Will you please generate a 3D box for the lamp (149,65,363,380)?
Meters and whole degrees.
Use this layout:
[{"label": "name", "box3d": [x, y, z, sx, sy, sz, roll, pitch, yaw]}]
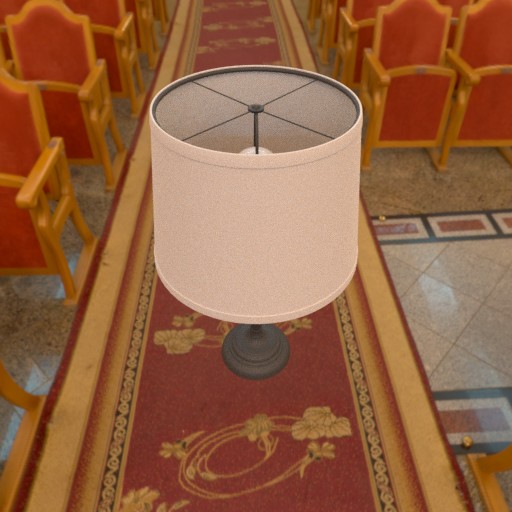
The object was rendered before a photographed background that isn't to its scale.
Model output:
[{"label": "lamp", "box3d": [0.000, 0.000, 0.702, 0.310, 0.501, 0.310, 0, 42, 0]}]
